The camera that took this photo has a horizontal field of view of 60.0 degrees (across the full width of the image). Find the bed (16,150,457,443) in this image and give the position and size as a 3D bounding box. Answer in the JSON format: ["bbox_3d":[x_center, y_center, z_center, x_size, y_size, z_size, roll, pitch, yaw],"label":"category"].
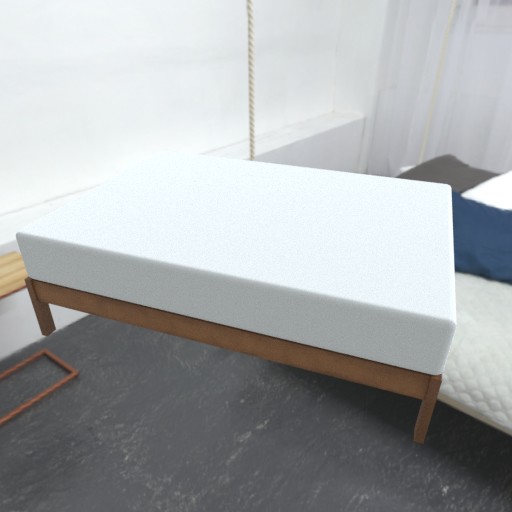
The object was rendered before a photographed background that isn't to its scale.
[{"bbox_3d":[0.000,0.000,2.458,1.927,0.616,1.348,11,32,17],"label":"bed"}]
